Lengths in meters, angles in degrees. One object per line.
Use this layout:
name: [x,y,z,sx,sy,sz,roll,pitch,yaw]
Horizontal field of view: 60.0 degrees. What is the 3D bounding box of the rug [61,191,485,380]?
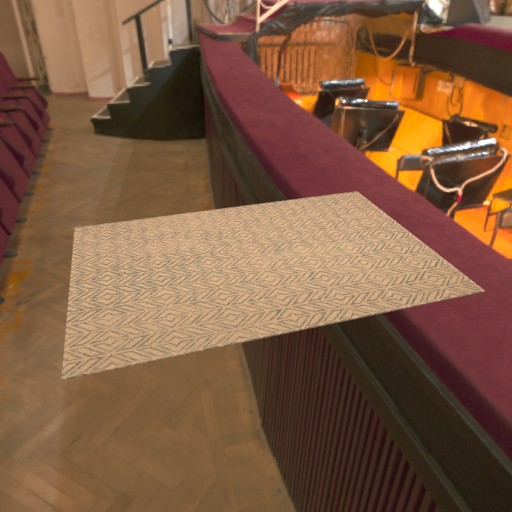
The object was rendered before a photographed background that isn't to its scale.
rug: [0.000,0.000,2.303,1.824,0.008,1.220,-9,32,-15]
